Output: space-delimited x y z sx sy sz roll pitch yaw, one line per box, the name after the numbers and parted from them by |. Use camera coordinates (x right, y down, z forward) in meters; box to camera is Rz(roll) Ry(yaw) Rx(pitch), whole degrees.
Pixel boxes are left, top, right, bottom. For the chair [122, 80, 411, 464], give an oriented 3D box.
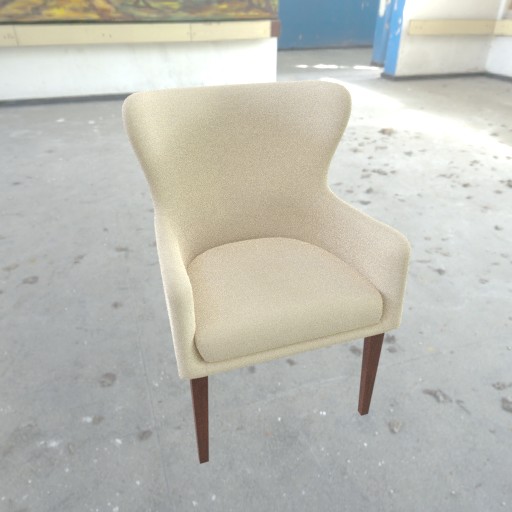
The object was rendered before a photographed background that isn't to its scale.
0.000 0.000 1.446 0.696 0.990 0.744 -10 32 -16 | chair
